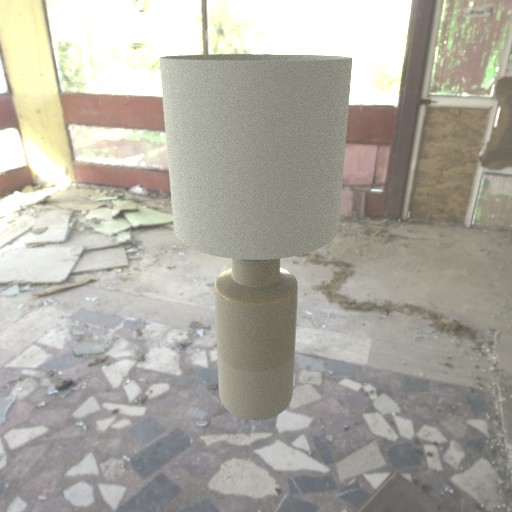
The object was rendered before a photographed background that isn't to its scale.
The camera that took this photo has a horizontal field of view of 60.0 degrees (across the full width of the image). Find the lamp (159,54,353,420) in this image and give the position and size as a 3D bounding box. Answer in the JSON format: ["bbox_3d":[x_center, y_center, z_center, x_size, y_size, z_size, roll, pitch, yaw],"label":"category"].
[{"bbox_3d":[0.000,0.000,0.601,0.212,0.493,0.212,-17,31,-31],"label":"lamp"}]
